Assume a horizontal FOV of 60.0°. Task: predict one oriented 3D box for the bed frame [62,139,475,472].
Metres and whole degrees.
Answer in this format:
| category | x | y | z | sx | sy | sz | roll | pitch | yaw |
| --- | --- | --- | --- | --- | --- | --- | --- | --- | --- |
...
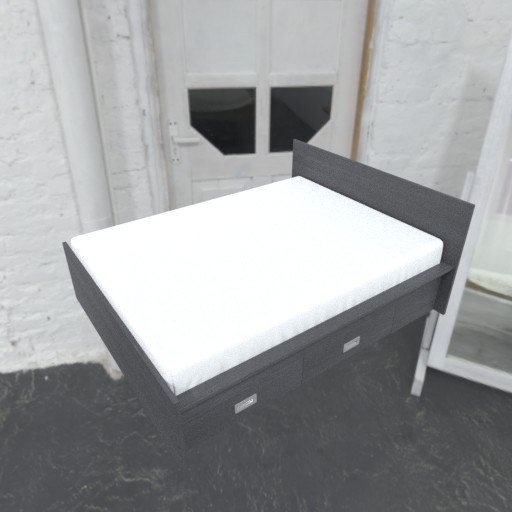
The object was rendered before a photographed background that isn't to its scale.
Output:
| category | x | y | z | sx | sy | sz | roll | pitch | yaw |
| --- | --- | --- | --- | --- | --- | --- | --- | --- | --- |
| bed frame | 0.000 | 0.000 | 2.846 | 1.960 | 0.800 | 1.622 | -20 | 36 | -30 |
